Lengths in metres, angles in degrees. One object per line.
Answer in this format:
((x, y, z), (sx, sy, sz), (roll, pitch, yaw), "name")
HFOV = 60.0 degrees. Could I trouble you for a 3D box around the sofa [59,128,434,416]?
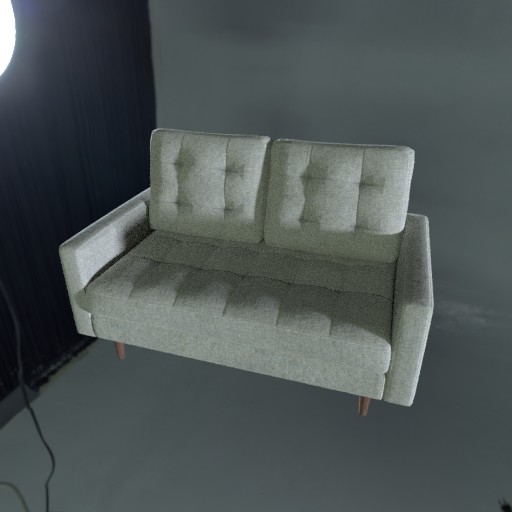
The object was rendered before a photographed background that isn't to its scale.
((0.000, 0.000, 1.934), (1.407, 0.907, 0.842), (8, 29, 15), "sofa")
